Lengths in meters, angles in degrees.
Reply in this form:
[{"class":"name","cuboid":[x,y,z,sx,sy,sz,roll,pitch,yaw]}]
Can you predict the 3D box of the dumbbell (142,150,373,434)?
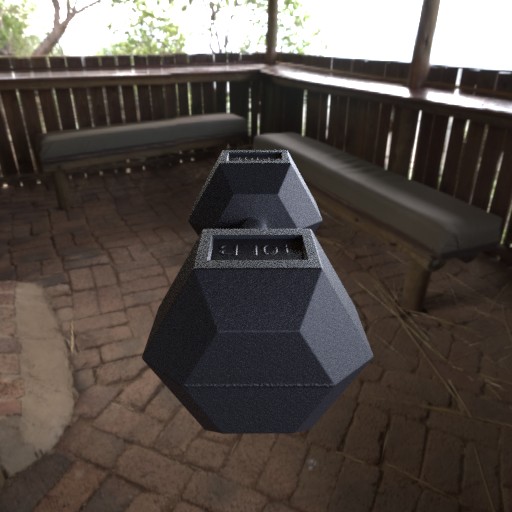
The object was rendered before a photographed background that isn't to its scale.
[{"class":"dumbbell","cuboid":[0.000,0.000,0.437,0.157,0.137,0.361,0,27,0]}]
